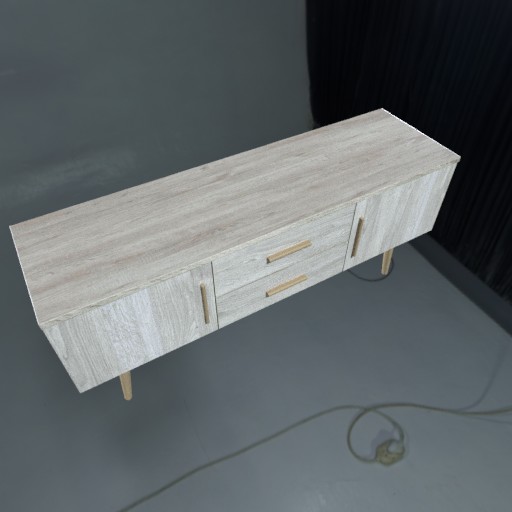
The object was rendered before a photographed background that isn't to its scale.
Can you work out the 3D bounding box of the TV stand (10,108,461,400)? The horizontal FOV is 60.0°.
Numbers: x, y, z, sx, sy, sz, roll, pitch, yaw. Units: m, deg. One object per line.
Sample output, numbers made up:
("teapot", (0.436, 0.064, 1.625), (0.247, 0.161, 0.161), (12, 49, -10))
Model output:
("TV stand", (0.000, 0.000, 1.512), (1.313, 0.565, 0.401), (-23, 50, -21))
